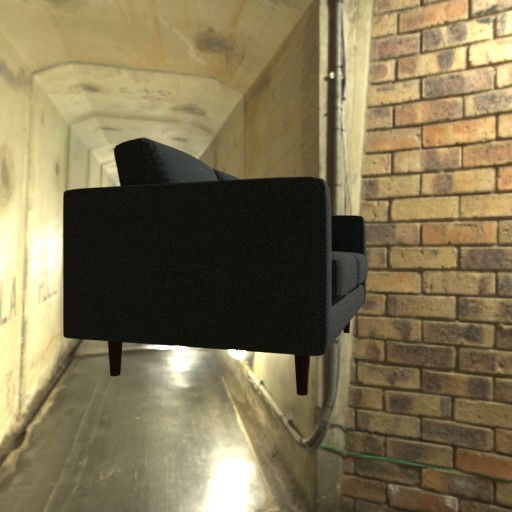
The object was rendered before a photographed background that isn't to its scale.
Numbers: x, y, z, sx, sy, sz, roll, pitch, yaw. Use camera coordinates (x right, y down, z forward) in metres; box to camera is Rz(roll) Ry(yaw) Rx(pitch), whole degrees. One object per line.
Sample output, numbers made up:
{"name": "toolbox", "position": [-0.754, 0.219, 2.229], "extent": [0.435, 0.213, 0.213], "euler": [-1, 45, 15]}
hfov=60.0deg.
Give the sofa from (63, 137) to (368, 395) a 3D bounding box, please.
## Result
{"name": "sofa", "position": [0.000, 0.000, 2.191], "extent": [0.999, 0.930, 1.518], "euler": [0, 0, 18]}
